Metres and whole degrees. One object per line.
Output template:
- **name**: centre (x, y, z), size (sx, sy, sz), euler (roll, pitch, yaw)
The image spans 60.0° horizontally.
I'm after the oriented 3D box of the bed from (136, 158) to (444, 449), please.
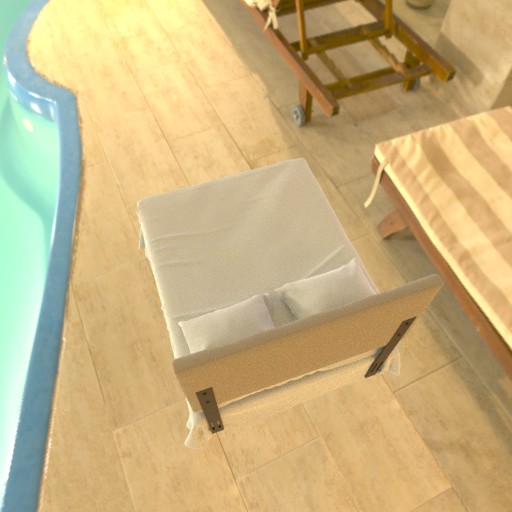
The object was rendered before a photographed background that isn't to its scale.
- **bed**: centre (0.000, 0.000, 3.615), size (1.936, 1.577, 2.222), euler (-16, 59, -10)
